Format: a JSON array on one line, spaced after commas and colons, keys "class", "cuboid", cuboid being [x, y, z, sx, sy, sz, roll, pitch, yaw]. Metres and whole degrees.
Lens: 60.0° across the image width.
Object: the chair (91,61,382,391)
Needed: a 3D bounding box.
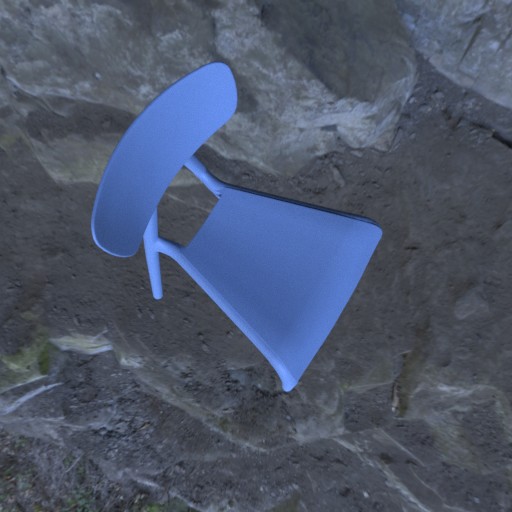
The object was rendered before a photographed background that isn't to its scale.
[{"class": "chair", "cuboid": [0.000, 0.000, 0.805, 0.401, 0.580, 0.356, 31, 78, 7]}]
